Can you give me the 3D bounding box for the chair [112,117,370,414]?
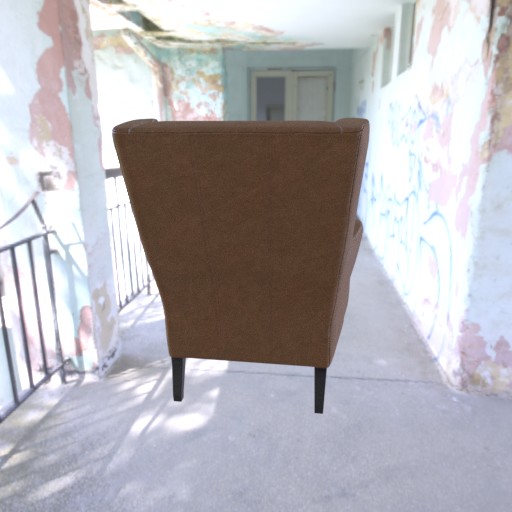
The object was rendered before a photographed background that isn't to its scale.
[{"bbox_3d":[0.000,0.000,1.723,0.852,1.016,0.925,2,16,8],"label":"chair"}]
